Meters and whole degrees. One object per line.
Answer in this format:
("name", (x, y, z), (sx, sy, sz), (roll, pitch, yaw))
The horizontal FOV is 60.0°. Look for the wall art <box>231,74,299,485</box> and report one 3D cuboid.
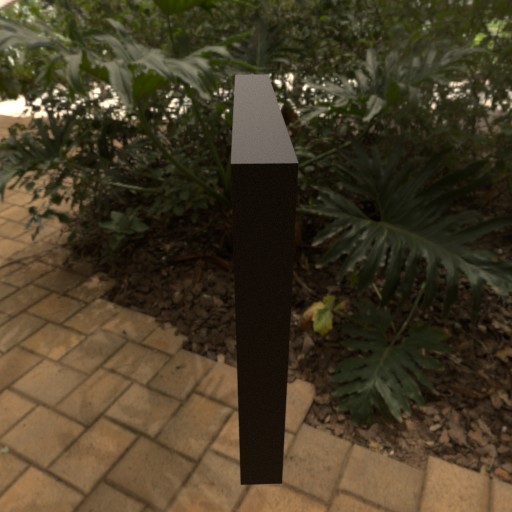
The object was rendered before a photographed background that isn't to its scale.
("wall art", (0.000, 0.000, 0.457), (0.038, 0.304, 0.305), (-1, 31, -2))
